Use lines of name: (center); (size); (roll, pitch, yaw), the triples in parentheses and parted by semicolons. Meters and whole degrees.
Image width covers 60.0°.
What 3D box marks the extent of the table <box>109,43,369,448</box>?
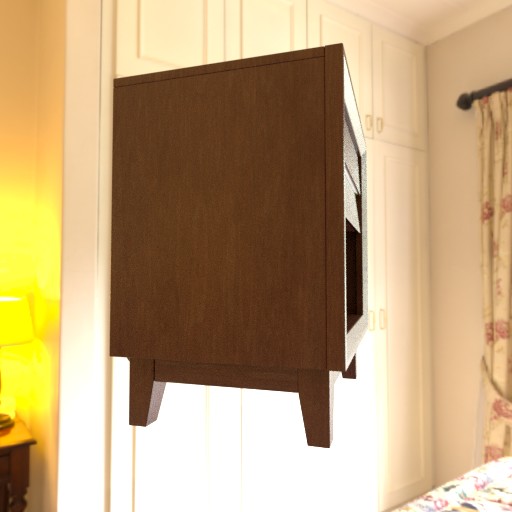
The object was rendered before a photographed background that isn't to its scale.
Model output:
table: (0.000, 0.000, 0.982); (0.449, 0.609, 0.557); (-1, -3, 17)
